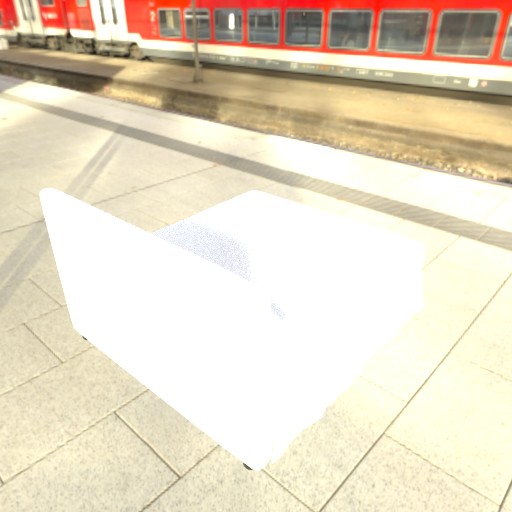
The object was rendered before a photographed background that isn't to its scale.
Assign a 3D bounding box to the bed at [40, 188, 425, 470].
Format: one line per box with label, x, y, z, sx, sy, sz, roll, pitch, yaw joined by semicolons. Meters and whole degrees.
bed;0.000;0.000;3.598;2.119;1.317;2.341;23;37;34
